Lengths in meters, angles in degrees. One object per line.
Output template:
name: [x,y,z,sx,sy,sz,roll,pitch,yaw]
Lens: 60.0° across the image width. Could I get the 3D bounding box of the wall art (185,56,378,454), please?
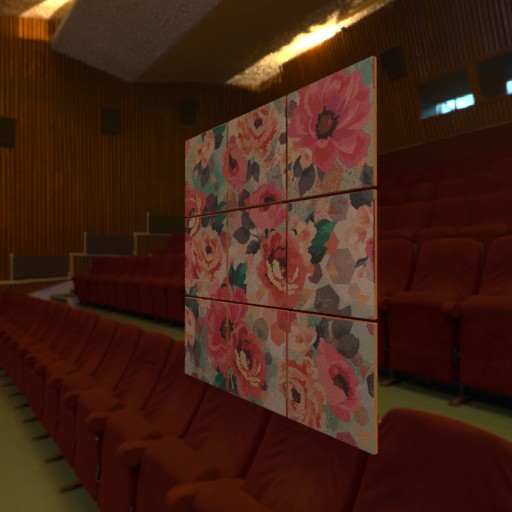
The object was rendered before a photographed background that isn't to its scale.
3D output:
wall art: [0.000,0.000,1.379,0.012,0.910,0.911,0,-1,-37]
